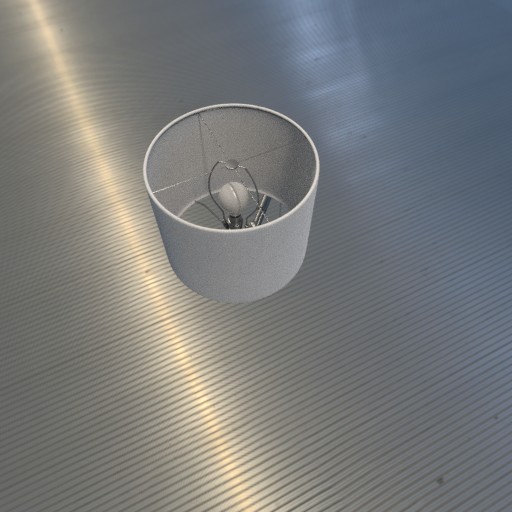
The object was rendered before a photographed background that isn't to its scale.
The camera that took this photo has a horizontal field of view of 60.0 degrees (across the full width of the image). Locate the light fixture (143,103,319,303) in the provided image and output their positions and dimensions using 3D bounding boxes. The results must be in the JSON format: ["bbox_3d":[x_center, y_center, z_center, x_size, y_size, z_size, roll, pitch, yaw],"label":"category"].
[{"bbox_3d":[0.000,0.000,1.048,0.253,0.842,0.479,15,59,10],"label":"light fixture"}]
